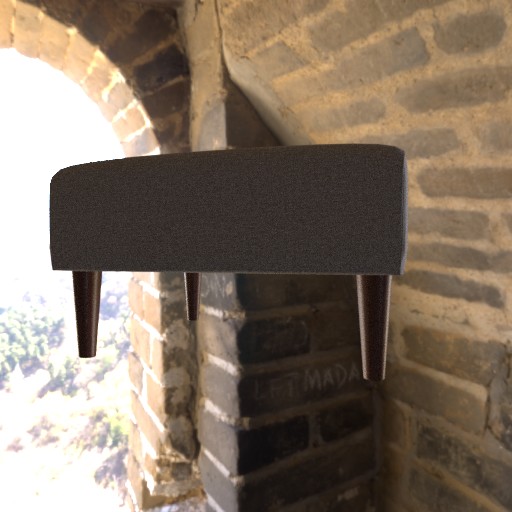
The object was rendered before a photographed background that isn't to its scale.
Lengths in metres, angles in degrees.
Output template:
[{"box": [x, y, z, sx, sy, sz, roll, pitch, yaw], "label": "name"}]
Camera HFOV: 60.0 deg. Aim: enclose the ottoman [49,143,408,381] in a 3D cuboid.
[{"box": [0.000, 0.000, 1.046, 0.655, 0.399, 0.648, 0, 0, 16], "label": "ottoman"}]
